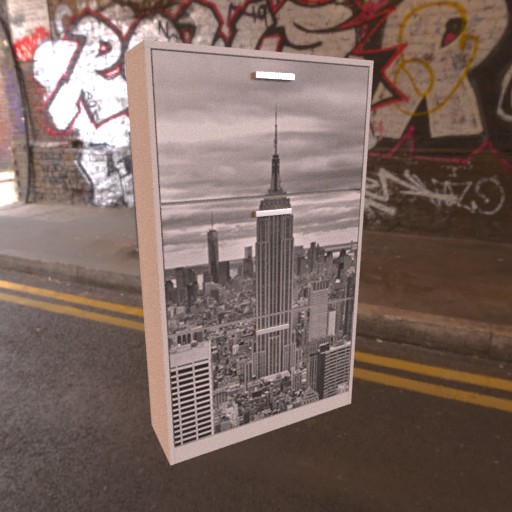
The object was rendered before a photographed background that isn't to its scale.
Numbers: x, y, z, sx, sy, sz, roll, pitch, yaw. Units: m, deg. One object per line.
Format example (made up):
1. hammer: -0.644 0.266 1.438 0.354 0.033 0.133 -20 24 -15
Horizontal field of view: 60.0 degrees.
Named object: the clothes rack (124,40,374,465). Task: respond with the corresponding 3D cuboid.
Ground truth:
1. clothes rack: 0.000 0.000 1.546 0.750 1.280 0.250 -8 18 -26
